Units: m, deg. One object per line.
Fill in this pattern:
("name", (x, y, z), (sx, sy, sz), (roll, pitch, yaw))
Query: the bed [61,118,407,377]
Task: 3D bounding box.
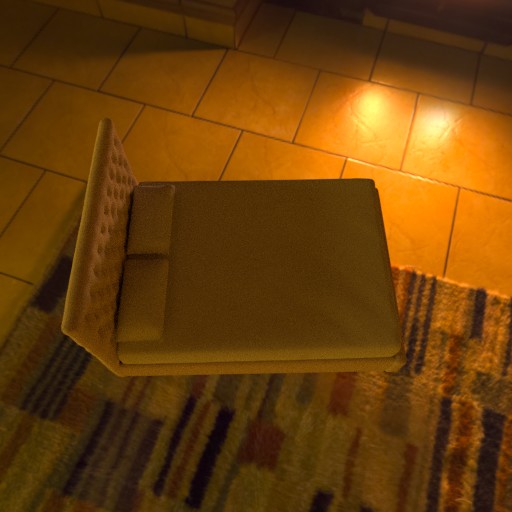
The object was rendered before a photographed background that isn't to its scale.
("bed", (0.000, 0.000, 3.630), (2.387, 1.427, 1.698), (-1, 64, 0))
